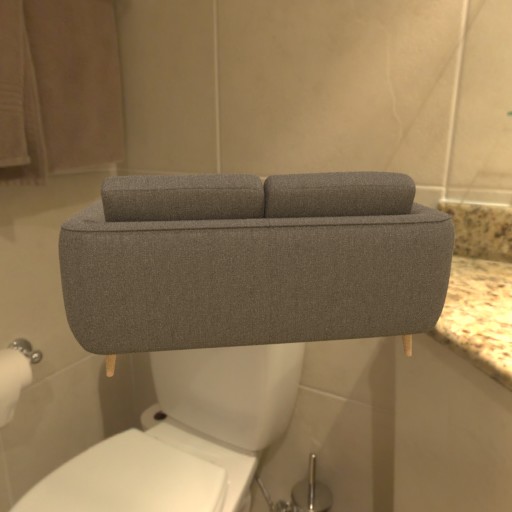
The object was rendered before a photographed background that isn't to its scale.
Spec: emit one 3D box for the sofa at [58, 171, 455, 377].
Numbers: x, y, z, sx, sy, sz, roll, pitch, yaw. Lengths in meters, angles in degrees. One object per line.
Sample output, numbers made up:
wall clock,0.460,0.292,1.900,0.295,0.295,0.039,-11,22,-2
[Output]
sofa,0.000,0.000,2.222,1.700,0.870,0.920,-2,16,-7
